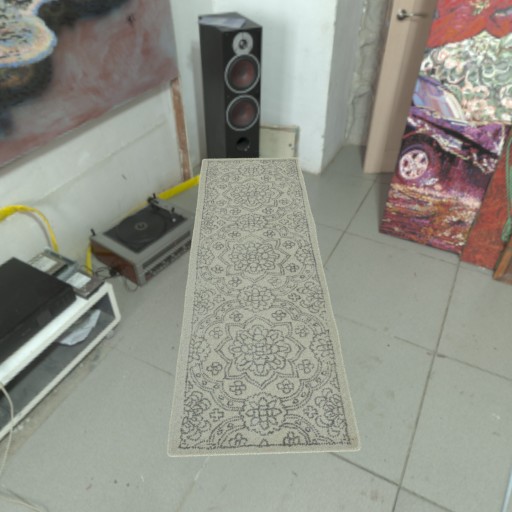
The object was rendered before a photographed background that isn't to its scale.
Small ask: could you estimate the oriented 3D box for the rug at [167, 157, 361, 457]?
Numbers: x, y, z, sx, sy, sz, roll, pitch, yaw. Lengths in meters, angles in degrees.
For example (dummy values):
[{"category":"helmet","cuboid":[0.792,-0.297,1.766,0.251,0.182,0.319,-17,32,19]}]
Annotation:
[{"category":"rug","cuboid":[0.000,0.000,2.702,0.806,0.006,2.431,-1,41,-1]}]
